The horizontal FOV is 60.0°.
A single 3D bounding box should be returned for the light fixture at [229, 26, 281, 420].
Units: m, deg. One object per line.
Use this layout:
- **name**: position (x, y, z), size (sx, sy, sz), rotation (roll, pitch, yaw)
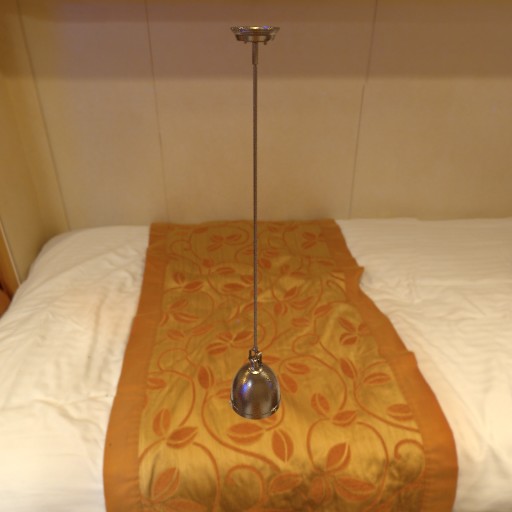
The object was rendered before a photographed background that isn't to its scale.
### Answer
- **light fixture**: position (0.000, 0.000, 1.492), size (0.217, 1.367, 0.211), rotation (22, 37, 33)
